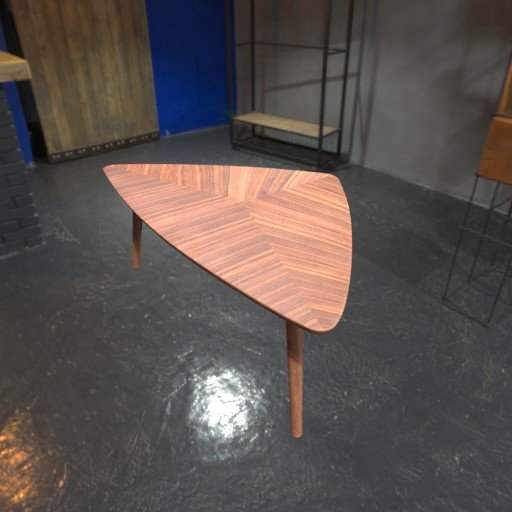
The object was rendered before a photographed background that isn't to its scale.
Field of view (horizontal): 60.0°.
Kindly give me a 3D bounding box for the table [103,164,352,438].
[{"bbox_3d":[0.000,0.000,1.309,0.601,0.365,1.008,-21,37,-31],"label":"table"}]
